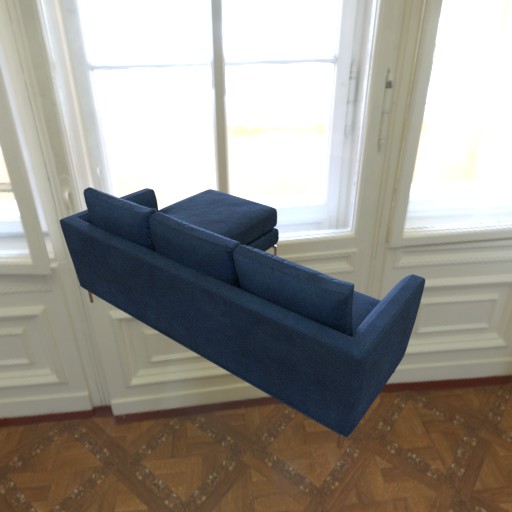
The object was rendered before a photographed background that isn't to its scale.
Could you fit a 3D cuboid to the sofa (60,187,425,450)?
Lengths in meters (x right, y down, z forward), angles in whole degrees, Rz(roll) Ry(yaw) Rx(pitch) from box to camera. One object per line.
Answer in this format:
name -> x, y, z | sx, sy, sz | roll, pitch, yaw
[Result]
sofa -> 0.000, 0.000, 3.306 | 2.438, 0.987, 1.622 | 21, 35, 32
